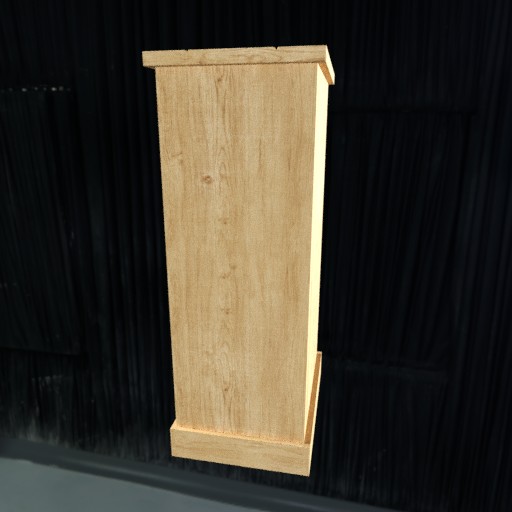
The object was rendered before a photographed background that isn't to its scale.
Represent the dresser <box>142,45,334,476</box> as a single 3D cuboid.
[{"bbox_3d":[0.000,0.000,1.307,0.390,1.041,0.531,3,17,11],"label":"dresser"}]
